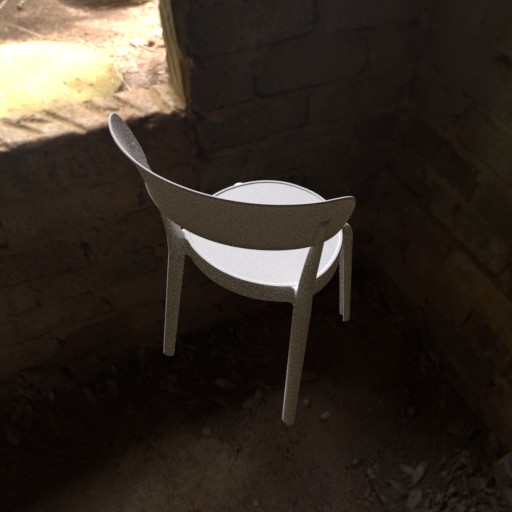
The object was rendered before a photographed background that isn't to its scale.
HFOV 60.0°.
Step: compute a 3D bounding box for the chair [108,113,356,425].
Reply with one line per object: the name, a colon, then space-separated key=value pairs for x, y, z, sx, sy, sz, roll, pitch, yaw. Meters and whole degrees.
chair: x=0.000 y=0.000 z=1.133 sx=0.506 sy=0.790 sz=0.491 roll=24 pitch=51 yaw=20
